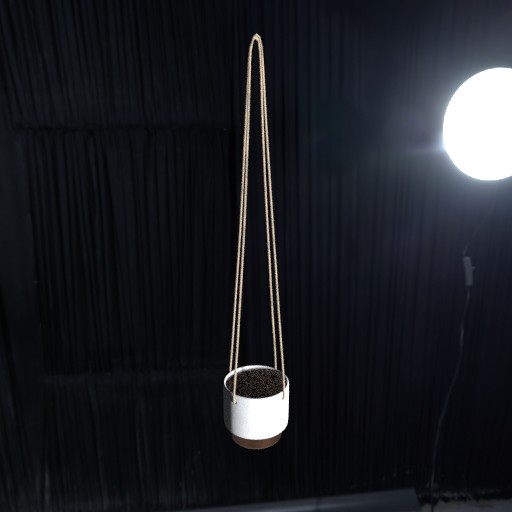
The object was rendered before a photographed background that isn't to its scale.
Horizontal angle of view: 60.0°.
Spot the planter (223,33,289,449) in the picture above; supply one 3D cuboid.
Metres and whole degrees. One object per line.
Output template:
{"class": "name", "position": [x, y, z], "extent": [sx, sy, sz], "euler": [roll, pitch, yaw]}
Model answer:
{"class": "planter", "position": [0.000, 0.000, 0.918], "extent": [0.146, 0.841, 0.146], "euler": [-2, 15, -7]}
